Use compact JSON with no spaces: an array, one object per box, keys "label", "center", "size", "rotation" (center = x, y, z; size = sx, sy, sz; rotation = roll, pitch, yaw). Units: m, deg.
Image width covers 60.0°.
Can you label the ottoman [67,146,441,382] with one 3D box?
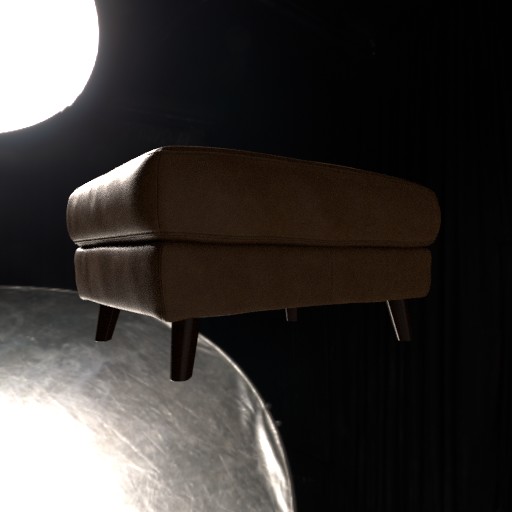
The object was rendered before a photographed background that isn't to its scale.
[{"label":"ottoman","center":[0.000,0.000,1.213],"size":[0.869,0.461,0.630],"rotation":[0,0,-36]}]
